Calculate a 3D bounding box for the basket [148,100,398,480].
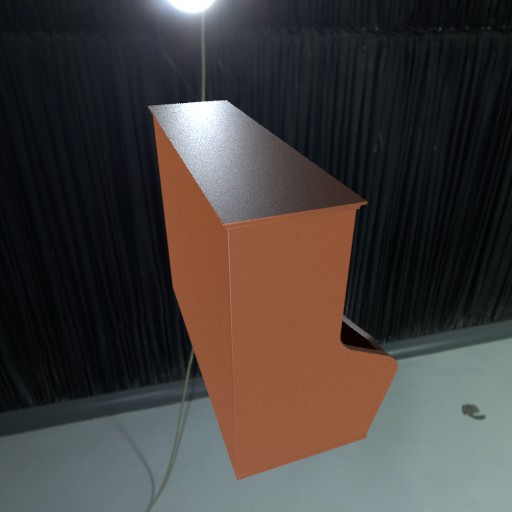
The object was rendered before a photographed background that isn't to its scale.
[{"bbox_3d":[0.000,0.000,1.157,0.376,0.625,0.792,-10,32,-17],"label":"basket"}]
